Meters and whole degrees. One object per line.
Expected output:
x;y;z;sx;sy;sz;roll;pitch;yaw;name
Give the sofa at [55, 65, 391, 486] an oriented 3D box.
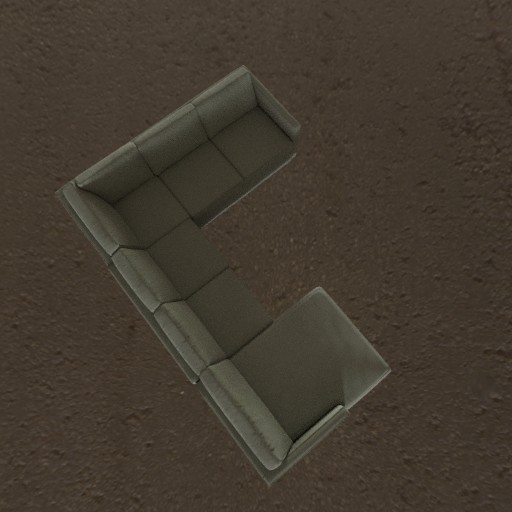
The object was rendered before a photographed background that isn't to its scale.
0.000;0.000;4.494;2.440;0.869;3.434;-38;78;-10;sofa
